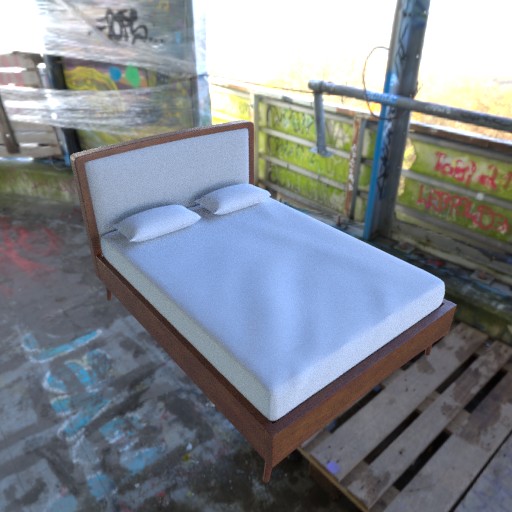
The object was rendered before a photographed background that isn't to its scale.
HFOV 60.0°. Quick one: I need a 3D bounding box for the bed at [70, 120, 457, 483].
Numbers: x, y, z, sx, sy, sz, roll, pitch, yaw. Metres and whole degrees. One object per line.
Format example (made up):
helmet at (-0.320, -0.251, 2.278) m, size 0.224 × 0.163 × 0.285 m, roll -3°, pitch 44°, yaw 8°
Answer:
bed at (0.000, 0.000, 3.110) m, size 1.587 × 1.275 × 2.196 m, roll -23°, pitch 37°, yaw -33°
